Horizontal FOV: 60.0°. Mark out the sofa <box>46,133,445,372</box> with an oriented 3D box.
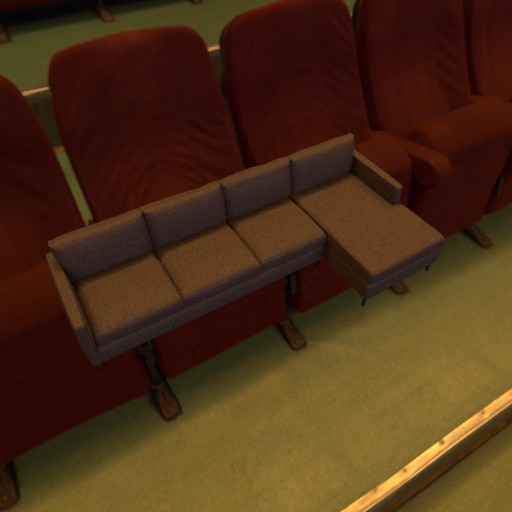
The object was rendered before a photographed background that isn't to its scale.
[{"bbox_3d":[0.000,0.000,3.915,3.221,0.892,1.483,-24,51,-21],"label":"sofa"}]
